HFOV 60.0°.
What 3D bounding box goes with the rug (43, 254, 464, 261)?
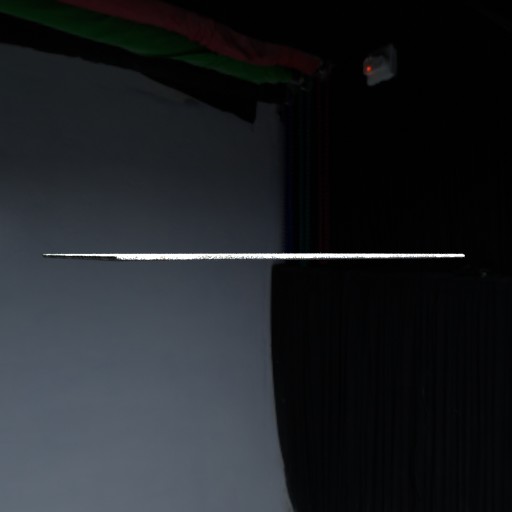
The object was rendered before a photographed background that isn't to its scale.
[{"bbox_3d":[0.000,0.000,3.392,2.701,0.026,1.801,0,0,-35],"label":"rug"}]
